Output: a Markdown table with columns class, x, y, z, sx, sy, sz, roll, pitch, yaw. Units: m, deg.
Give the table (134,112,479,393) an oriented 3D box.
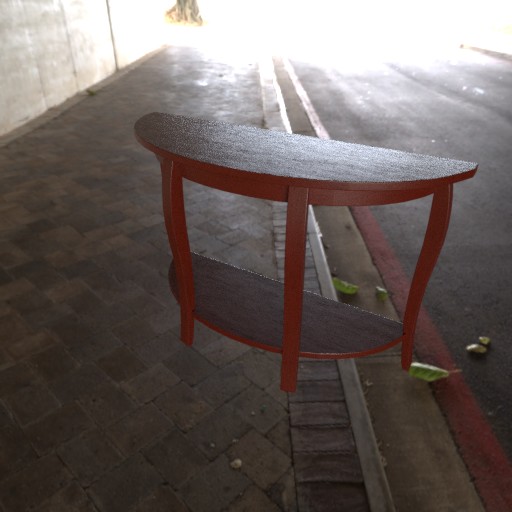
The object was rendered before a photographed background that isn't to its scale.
| class | x | y | z | sx | sy | sz | roll | pitch | yaw |
| --- | --- | --- | --- | --- | --- | --- | --- | --- | --- |
| table | 0.000 | 0.000 | 1.569 | 1.219 | 0.779 | 0.405 | 18 | 35 | 27 |
